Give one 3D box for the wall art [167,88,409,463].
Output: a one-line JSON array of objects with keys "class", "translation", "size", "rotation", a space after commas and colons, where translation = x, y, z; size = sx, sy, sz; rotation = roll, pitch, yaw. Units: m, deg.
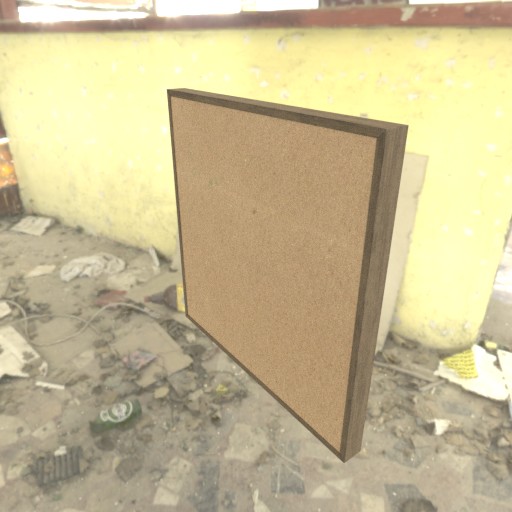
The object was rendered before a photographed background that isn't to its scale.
[{"class": "wall art", "translation": [0.000, 0.000, 0.770], "size": [0.038, 0.508, 0.508], "rotation": [-18, 32, -33]}]
